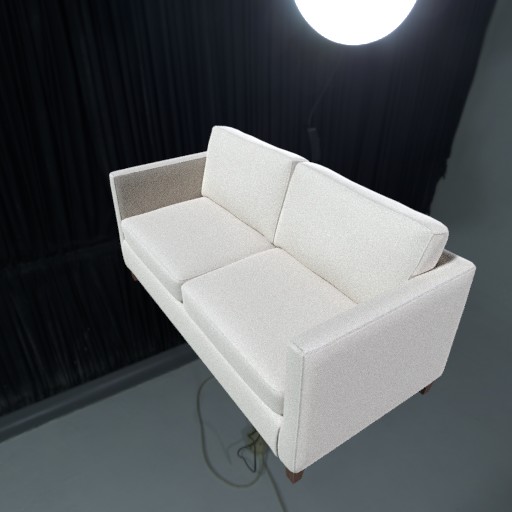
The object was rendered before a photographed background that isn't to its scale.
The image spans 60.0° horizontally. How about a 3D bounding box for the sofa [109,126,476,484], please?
[{"bbox_3d":[0.000,0.000,2.177,0.873,0.888,1.722,-20,37,-28],"label":"sofa"}]
